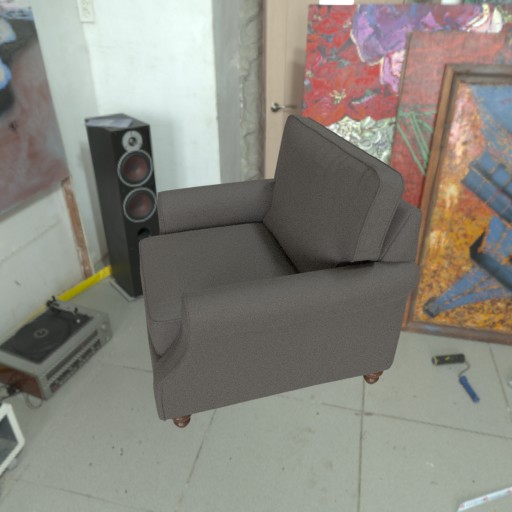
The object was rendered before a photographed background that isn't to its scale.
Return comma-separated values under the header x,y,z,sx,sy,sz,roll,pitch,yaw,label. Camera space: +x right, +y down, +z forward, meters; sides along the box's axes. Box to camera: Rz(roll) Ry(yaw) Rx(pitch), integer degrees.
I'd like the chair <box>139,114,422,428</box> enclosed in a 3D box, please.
x,y,z,sx,sy,sz,roll,pitch,yaw,label
0.000,0.000,1.857,0.966,0.967,1.029,-8,31,-14,chair
